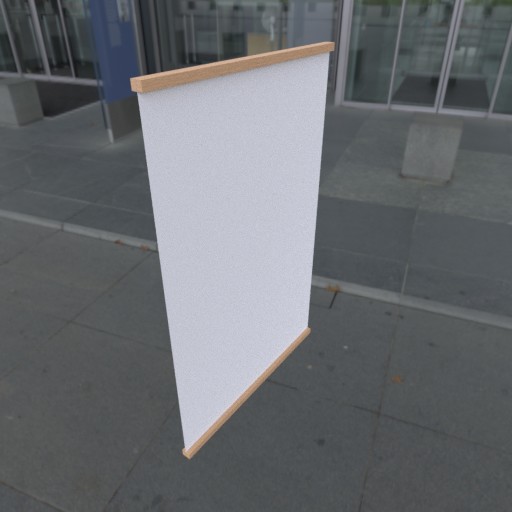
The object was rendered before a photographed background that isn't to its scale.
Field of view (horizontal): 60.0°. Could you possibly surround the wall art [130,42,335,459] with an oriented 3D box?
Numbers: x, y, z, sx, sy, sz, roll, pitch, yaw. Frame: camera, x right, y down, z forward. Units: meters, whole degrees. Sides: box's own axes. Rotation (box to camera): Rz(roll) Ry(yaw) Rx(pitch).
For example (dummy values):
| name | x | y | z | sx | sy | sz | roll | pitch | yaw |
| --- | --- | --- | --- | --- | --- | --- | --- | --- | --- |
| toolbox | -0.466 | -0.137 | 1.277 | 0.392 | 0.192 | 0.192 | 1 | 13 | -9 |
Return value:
| name | x | y | z | sx | sy | sz | roll | pitch | yaw |
| --- | --- | --- | --- | --- | --- | --- | --- | --- | --- |
| wall art | 0.000 | 0.000 | 0.738 | 0.016 | 0.611 | 0.401 | 21 | 38 | 31 |
